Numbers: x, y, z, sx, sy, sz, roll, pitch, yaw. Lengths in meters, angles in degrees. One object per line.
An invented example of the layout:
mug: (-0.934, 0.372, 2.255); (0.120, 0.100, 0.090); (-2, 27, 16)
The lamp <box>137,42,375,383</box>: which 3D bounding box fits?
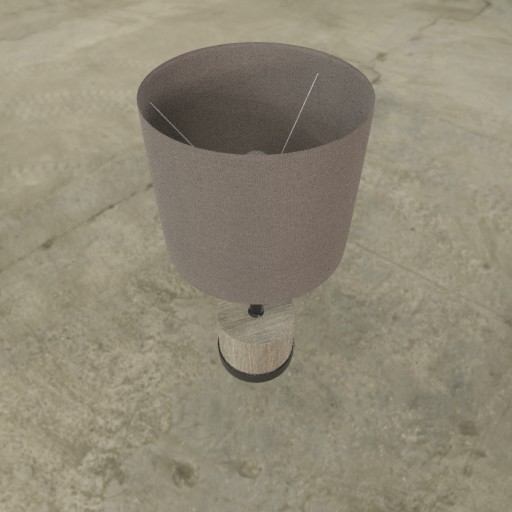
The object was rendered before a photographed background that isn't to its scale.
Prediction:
lamp: (0.000, 0.000, 0.598); (0.229, 0.470, 0.229); (-15, 48, -14)
